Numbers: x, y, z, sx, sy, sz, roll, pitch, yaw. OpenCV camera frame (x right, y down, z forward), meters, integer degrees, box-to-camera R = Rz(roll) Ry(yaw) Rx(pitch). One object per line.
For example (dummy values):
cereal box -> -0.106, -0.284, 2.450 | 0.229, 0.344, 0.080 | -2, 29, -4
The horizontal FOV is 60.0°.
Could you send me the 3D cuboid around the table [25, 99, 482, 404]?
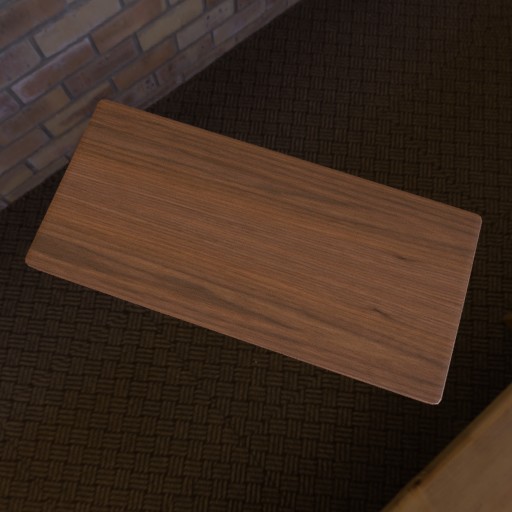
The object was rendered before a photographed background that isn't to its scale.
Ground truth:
table -> 0.000, 0.000, 1.672 | 1.375, 0.468, 0.637 | 18, 77, 4
